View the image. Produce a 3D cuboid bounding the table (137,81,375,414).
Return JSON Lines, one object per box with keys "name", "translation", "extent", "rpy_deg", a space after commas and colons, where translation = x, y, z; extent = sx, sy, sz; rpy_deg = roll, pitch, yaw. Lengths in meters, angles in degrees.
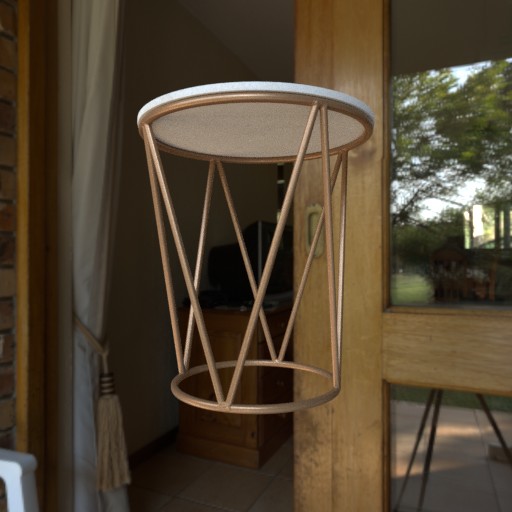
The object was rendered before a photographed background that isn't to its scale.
{"name": "table", "translation": [0.000, 0.000, 0.967], "extent": [0.500, 0.564, 0.500], "rpy_deg": [0, 0, 0]}
